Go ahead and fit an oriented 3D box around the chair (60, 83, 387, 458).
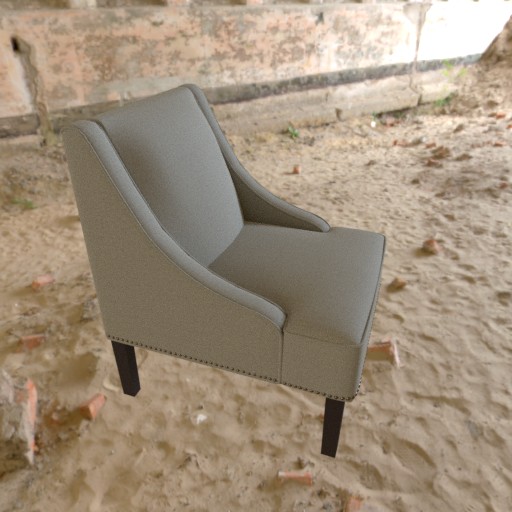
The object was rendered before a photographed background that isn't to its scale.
[{"bbox_3d":[0.000,0.000,1.341,0.737,0.864,0.610,10,32,17],"label":"chair"}]
